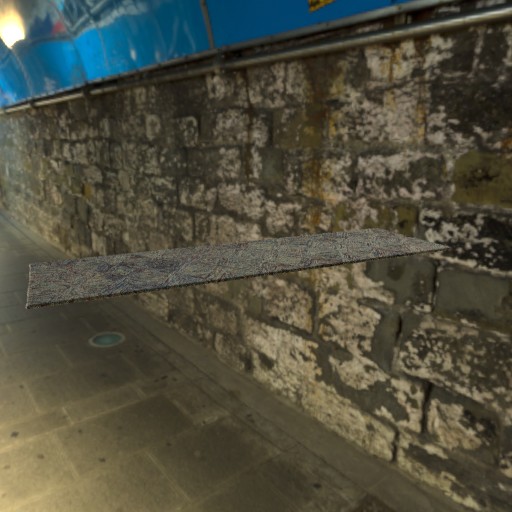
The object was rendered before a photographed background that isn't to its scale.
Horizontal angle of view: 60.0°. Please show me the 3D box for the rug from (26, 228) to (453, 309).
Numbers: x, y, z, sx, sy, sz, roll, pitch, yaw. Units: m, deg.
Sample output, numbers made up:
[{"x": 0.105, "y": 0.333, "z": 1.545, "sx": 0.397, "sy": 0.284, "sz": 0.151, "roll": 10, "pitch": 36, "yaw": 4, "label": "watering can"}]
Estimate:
[{"x": 0.000, "y": 0.000, "z": 2.484, "sx": 2.292, "sy": 0.015, "sz": 0.688, "roll": -7, "pitch": 16, "yaw": -24, "label": "rug"}]
